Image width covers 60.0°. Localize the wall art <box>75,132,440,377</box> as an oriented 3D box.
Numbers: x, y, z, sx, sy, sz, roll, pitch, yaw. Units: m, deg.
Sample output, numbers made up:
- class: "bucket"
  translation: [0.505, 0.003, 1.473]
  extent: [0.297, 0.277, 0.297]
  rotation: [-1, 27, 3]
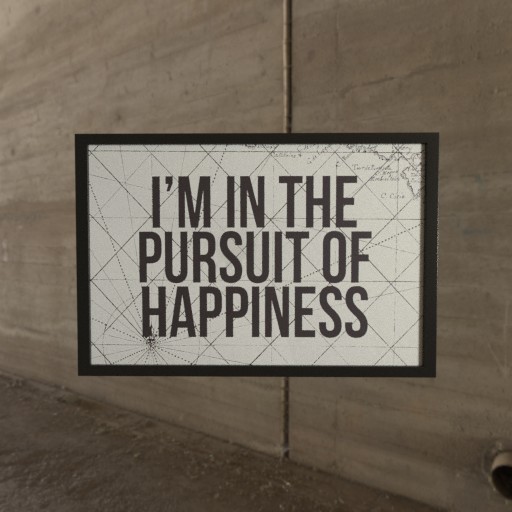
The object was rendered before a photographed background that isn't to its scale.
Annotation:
- class: "wall art"
  translation: [0.000, 0.000, 1.010]
  extent: [0.819, 0.552, 0.015]
  rotation: [0, 2, 1]
